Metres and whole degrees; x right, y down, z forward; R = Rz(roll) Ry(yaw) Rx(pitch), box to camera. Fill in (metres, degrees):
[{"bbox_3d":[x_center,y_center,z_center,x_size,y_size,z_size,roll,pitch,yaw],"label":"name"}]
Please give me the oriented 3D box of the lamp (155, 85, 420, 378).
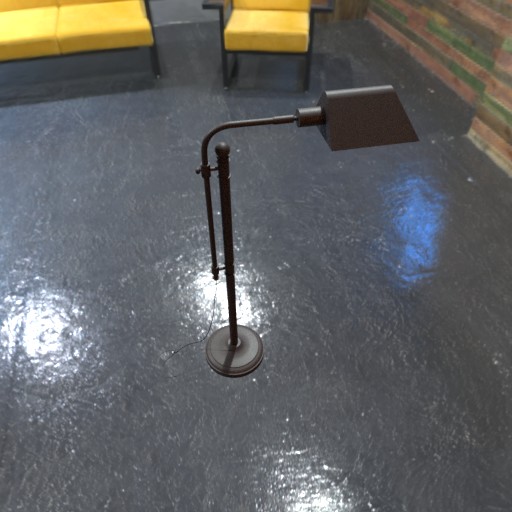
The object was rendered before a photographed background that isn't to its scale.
[{"bbox_3d":[0.000,0.000,0.955,0.545,0.708,0.159,-9,46,-8],"label":"lamp"}]
